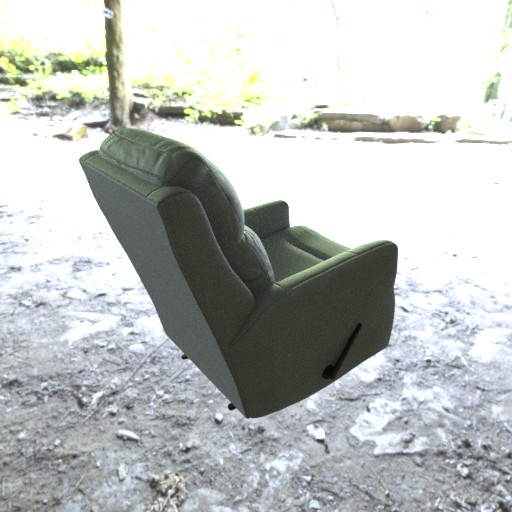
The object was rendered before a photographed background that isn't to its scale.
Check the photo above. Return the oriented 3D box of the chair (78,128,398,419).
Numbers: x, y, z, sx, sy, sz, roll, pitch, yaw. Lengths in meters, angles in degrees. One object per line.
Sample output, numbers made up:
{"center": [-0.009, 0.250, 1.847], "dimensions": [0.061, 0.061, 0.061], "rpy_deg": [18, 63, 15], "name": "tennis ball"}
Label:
{"center": [0.000, 0.000, 1.795], "dimensions": [1.080, 1.030, 0.829], "rpy_deg": [-17, 30, -33], "name": "chair"}
